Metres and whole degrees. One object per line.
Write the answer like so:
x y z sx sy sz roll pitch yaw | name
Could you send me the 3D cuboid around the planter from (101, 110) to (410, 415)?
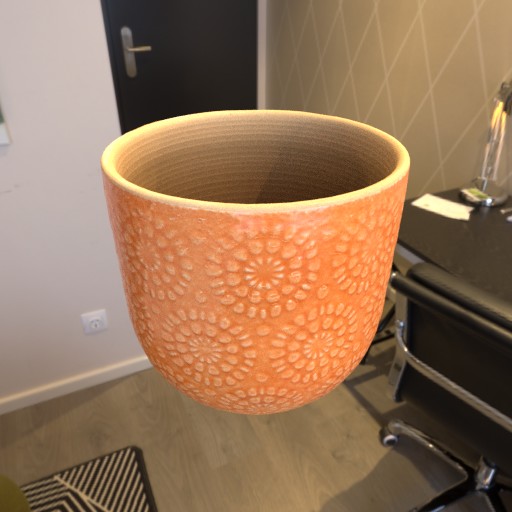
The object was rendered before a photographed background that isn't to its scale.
0.000 0.000 0.283 0.170 0.152 0.170 0 31 0 | planter
